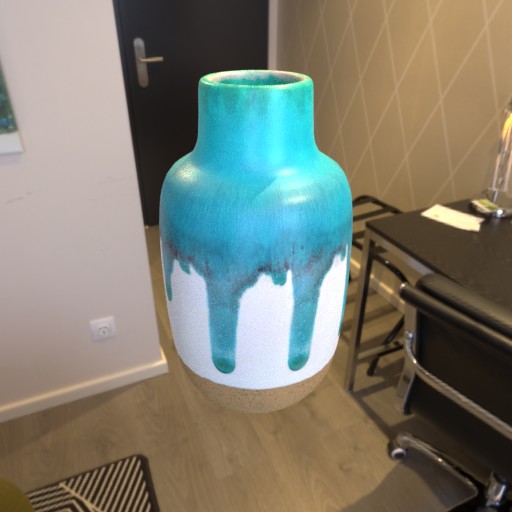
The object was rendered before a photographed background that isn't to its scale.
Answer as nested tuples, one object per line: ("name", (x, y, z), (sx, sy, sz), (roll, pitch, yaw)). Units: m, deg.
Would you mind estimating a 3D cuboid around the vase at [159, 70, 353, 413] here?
("vase", (0.000, 0.000, 0.253), (0.106, 0.192, 0.106), (0, 30, 0))
